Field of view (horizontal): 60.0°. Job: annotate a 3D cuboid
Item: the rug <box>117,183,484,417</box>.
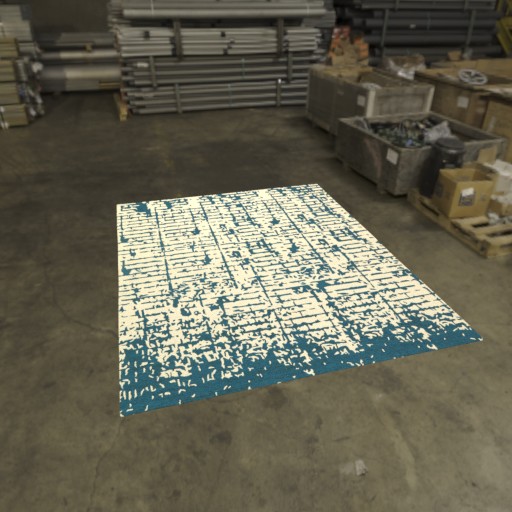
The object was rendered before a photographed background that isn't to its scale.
[{"bbox_3d":[0.000,0.000,4.014,2.416,0.014,3.017,-8,31,-13],"label":"rug"}]
